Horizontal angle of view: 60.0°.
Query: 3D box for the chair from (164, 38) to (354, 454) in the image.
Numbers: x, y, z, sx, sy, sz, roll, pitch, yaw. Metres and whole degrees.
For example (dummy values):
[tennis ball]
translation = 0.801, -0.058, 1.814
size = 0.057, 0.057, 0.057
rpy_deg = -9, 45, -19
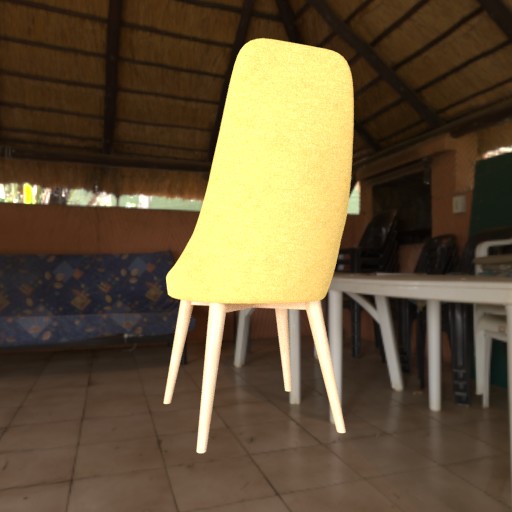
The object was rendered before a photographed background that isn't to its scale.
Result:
[chair]
translation = 0.000, 0.000, 1.387
size = 0.510, 1.040, 0.660
rpy_deg = 0, -1, -19
